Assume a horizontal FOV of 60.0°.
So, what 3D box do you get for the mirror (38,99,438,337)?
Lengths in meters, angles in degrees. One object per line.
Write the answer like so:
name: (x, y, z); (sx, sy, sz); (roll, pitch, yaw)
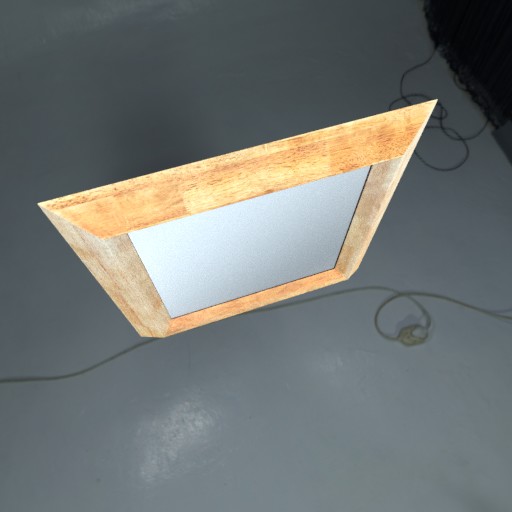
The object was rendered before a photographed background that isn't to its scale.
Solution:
mirror: (0.000, 0.000, 0.966); (0.651, 0.651, 0.047); (-17, 64, -8)
